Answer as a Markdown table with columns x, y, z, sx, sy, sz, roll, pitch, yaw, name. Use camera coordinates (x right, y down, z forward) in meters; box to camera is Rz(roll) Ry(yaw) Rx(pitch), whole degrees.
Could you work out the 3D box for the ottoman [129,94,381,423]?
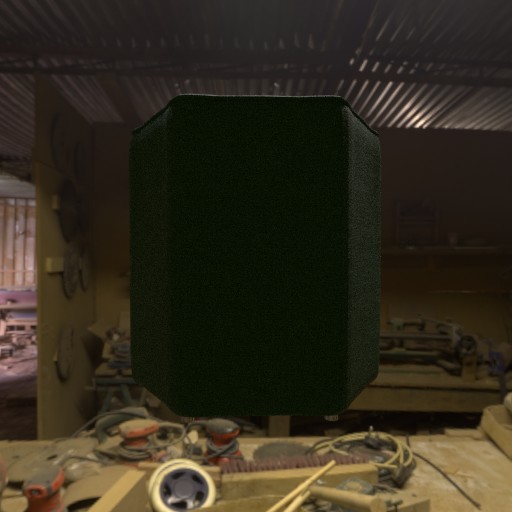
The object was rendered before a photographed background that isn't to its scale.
| x | y | z | sx | sy | sz | roll | pitch | yaw | name |
| --- | --- | --- | --- | --- | --- | --- | --- | --- | --- |
| 0.000 | 0.000 | 0.882 | 0.499 | 0.507 | 0.444 | 0 | 0 | -2 | ottoman |
